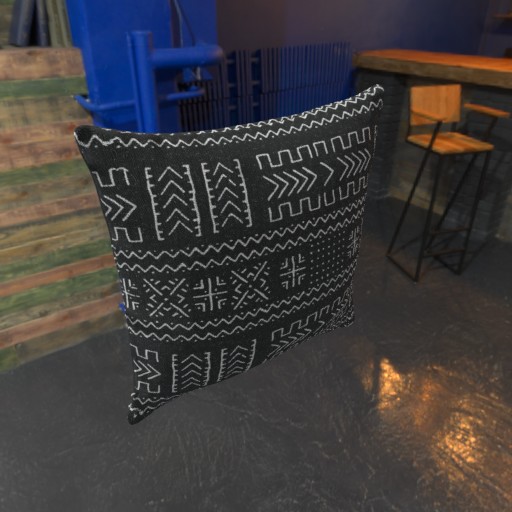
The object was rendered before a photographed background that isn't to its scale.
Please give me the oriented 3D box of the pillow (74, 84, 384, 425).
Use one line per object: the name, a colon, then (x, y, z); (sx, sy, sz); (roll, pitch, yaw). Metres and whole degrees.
pillow: (0.000, 0.000, 0.637); (0.438, 0.430, 0.164); (-18, 34, -28)
